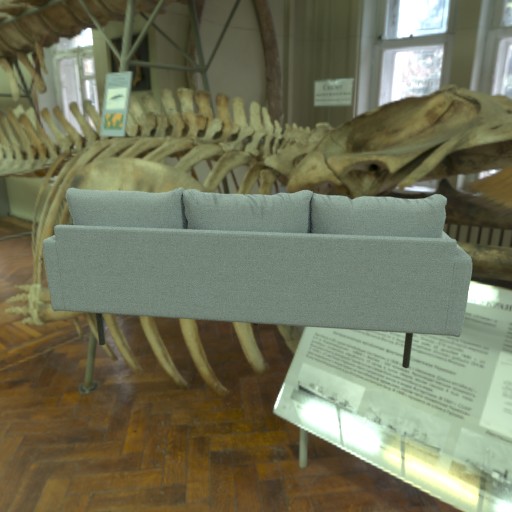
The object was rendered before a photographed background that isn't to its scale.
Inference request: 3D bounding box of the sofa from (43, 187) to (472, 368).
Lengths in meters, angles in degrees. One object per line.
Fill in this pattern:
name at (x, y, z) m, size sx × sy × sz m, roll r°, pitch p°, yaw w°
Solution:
sofa at (0.000, 0.000, 2.464) m, size 2.000 × 0.830 × 0.850 m, roll 2°, pitch 17°, yaw 8°
